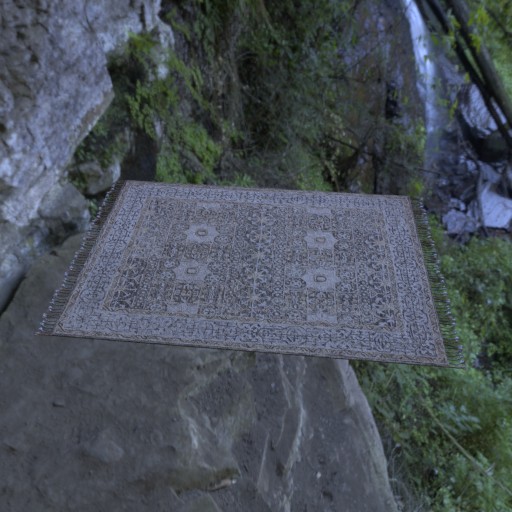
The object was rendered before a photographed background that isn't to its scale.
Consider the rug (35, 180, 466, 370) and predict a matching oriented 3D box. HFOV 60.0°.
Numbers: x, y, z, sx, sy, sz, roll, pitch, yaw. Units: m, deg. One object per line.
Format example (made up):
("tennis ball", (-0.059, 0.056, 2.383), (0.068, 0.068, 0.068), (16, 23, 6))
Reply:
("rug", (0.000, 0.000, 2.475), (2.029, 0.010, 1.237), (4, 46, 4))
